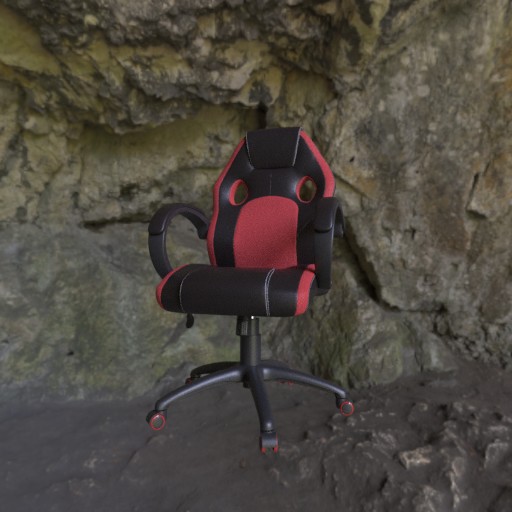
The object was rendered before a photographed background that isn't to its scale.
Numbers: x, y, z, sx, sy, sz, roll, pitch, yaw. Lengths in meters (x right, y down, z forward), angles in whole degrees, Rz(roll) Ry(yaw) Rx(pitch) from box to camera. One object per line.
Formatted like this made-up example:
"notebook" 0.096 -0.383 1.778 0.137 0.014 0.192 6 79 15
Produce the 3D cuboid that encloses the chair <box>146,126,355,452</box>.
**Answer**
"chair" 0.000 0.000 1.731 0.750 1.189 0.783 0 0 17
